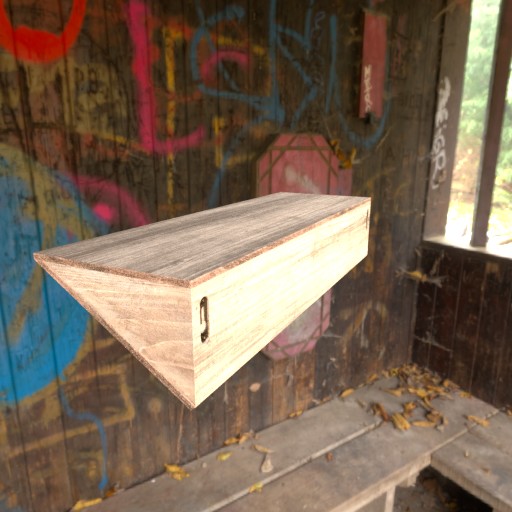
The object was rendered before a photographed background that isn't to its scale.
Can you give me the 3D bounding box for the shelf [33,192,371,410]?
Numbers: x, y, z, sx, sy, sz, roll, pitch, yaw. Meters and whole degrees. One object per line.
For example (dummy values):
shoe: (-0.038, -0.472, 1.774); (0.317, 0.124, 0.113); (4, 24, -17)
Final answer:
shelf: (0.000, 0.000, 0.690); (0.200, 0.125, 0.610); (8, 17, 27)
